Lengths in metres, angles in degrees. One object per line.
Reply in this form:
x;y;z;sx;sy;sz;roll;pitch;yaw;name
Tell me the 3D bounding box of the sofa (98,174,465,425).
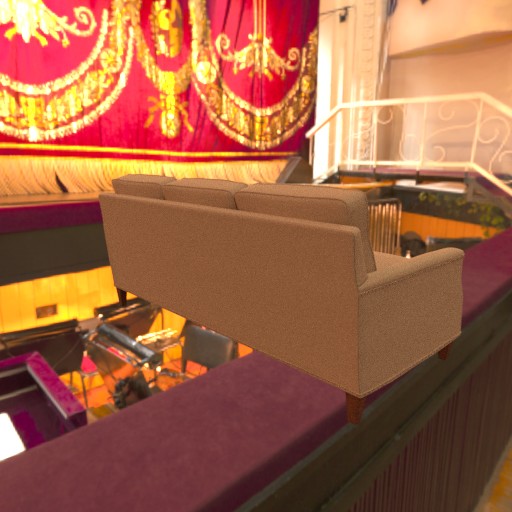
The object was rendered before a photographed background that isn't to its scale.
0.000;0.000;2.835;1.084;1.003;2.246;-12;18;-42;sofa
